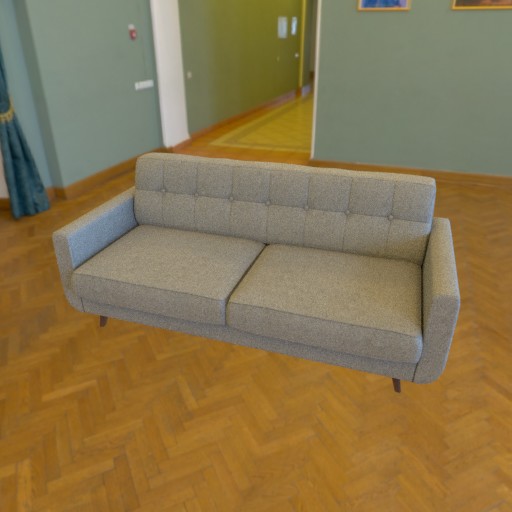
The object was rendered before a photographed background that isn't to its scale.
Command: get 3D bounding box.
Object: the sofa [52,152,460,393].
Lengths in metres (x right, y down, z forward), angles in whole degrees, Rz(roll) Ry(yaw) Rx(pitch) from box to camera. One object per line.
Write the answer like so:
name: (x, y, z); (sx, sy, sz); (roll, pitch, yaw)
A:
sofa: (0.000, 0.000, 2.526); (2.055, 0.873, 0.968); (9, 28, 16)
